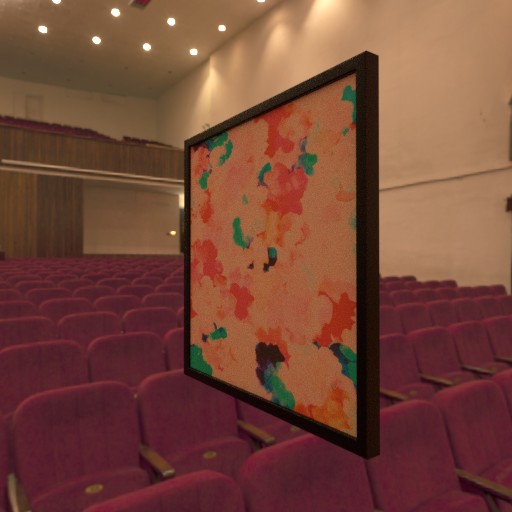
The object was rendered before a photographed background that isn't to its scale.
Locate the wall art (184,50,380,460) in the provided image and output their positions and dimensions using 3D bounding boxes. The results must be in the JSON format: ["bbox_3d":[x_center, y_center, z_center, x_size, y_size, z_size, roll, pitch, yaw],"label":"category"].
[{"bbox_3d":[0.000,0.000,1.136,0.036,0.755,0.756,0,-1,-35],"label":"wall art"}]
